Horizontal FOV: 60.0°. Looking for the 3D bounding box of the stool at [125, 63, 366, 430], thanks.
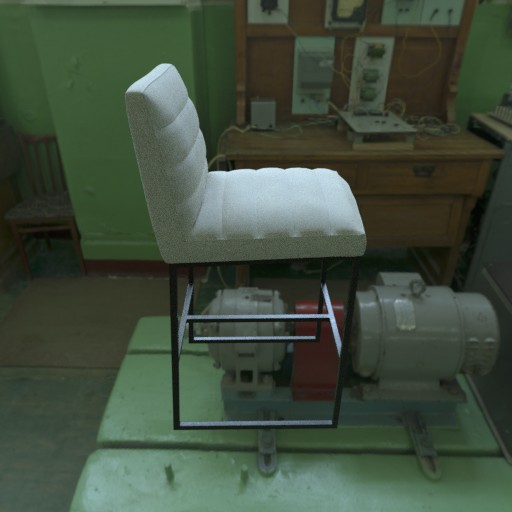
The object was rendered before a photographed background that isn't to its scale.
[{"bbox_3d":[0.000,0.000,1.374,0.573,1.061,0.464,0,30,-1],"label":"stool"}]
